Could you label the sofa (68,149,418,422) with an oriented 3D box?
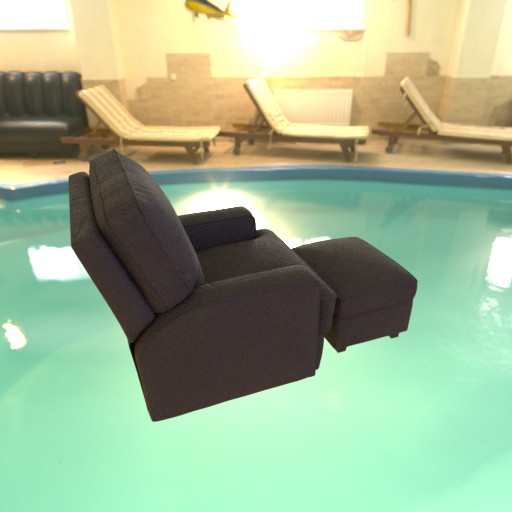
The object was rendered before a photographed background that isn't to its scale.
[{"bbox_3d":[0.000,0.000,2.028,1.472,0.959,0.861,-10,29,-19],"label":"sofa"}]
